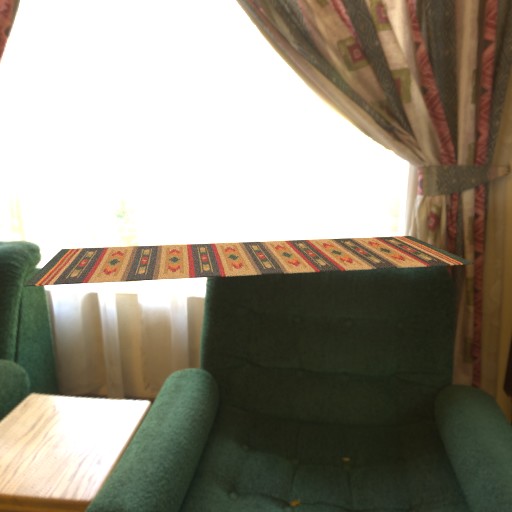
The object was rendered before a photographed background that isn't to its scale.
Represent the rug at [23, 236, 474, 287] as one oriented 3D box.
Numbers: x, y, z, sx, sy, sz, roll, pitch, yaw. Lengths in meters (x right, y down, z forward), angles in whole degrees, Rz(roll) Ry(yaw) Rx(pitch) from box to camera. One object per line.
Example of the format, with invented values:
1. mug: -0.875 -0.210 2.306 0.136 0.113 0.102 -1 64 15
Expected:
1. rug: 0.000 0.000 2.725 2.440 0.009 0.760 -2 15 -9
